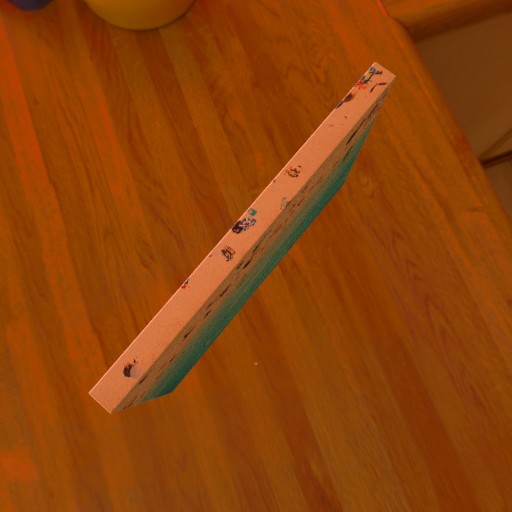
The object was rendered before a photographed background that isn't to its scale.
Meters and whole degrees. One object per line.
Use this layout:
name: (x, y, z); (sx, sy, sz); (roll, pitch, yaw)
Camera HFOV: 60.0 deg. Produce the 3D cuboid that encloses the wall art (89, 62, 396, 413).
wall art: (0.000, 0.000, 0.798); (0.039, 0.406, 0.609); (38, 79, 9)
